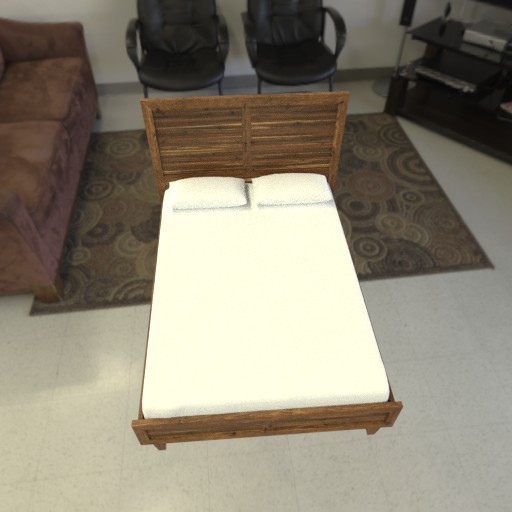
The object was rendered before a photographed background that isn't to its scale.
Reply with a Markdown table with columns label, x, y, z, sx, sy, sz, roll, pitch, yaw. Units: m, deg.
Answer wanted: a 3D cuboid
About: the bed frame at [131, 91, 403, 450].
| label | x | y | z | sx | sy | sz | roll | pitch | yaw |
| --- | --- | --- | --- | --- | --- | --- | --- | --- | --- |
| bed frame | 0.000 | 0.000 | 3.347 | 1.696 | 1.417 | 2.276 | -3 | 47 | -3 |
